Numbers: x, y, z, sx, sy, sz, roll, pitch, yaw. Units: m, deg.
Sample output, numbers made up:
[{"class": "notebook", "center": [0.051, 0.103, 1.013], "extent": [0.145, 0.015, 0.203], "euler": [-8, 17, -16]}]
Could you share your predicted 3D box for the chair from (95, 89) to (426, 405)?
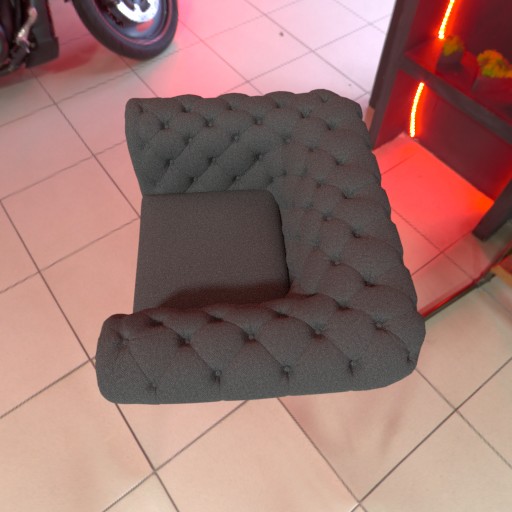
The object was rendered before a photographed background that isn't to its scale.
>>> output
[{"class": "chair", "center": [0.000, 0.000, 1.826], "extent": [0.976, 0.770, 1.270], "euler": [-4, 58, -2]}]
